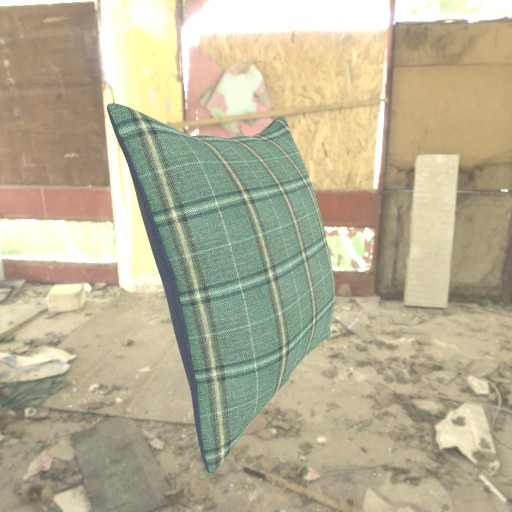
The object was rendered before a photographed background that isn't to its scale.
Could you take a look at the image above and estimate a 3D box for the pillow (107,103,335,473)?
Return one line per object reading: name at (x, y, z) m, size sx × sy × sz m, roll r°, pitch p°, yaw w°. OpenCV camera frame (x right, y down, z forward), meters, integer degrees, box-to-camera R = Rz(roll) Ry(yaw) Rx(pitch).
pillow at (0.000, 0.000, 0.685) m, size 0.200 × 0.430 × 0.453 m, roll 8°, pitch 17°, yaw 26°
